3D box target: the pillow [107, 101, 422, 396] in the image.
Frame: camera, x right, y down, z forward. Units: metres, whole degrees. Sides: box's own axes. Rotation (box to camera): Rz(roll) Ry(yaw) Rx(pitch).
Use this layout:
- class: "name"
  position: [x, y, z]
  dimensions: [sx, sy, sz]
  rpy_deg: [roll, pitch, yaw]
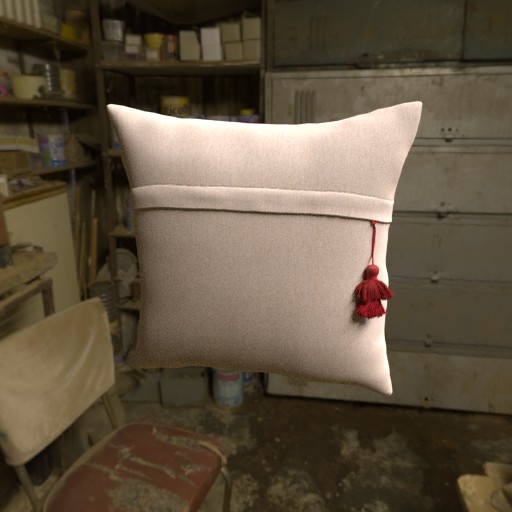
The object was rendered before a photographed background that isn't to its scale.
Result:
- class: "pillow"
  position: [0.000, 0.000, 0.669]
  dimensions: [0.433, 0.436, 0.173]
  rpy_deg: [3, 17, 10]
